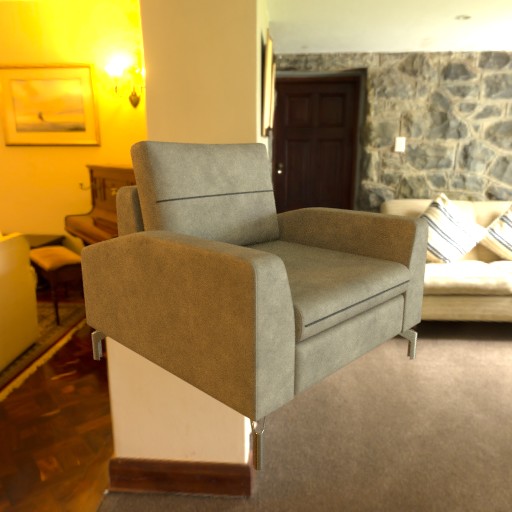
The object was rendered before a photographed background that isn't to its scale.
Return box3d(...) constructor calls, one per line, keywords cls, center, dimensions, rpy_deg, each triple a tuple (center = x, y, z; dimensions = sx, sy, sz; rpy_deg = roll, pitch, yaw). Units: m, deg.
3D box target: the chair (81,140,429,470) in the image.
box3d(cls="chair", center=(0.000, 0.000, 1.589), dimensions=(0.900, 0.800, 0.900), rpy_deg=(13, 18, 43))
